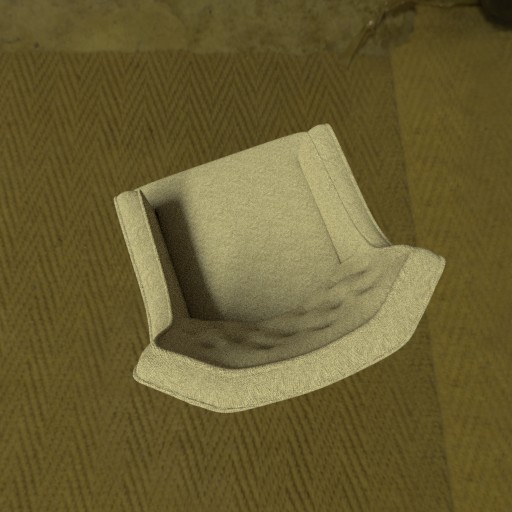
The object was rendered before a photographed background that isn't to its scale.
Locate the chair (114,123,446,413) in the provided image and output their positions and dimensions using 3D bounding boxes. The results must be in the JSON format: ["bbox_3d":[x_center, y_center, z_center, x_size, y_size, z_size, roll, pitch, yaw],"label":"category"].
[{"bbox_3d":[0.000,0.000,1.618,0.820,0.920,0.910,-20,78,-4],"label":"chair"}]
